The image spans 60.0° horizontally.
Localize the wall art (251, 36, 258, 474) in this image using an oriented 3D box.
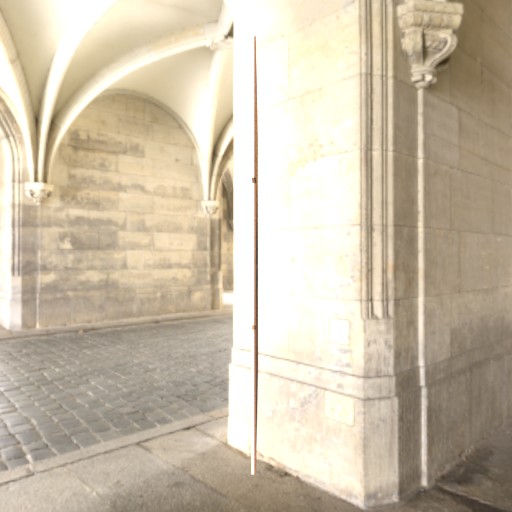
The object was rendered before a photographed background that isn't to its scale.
[{"bbox_3d":[0.000,0.000,1.839,0.013,1.218,1.216,0,0,1],"label":"wall art"}]
